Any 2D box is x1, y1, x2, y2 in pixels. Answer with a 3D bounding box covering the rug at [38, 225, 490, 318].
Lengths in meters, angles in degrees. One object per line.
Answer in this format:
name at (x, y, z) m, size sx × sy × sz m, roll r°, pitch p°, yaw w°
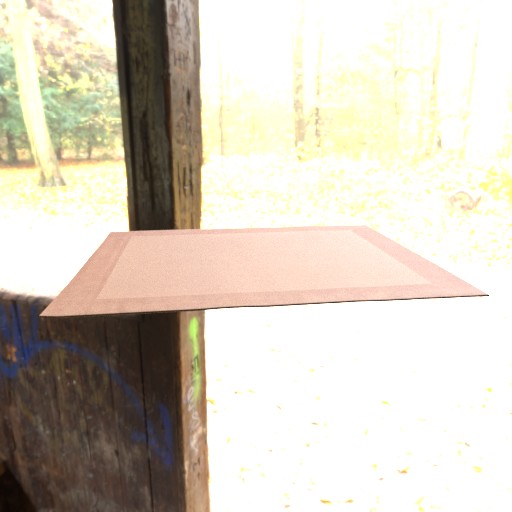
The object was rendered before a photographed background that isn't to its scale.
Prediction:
rug at (0.000, 0.000, 4.115) m, size 3.057 × 0.021 × 2.431 m, roll -2°, pitch 16°, yaw -7°
